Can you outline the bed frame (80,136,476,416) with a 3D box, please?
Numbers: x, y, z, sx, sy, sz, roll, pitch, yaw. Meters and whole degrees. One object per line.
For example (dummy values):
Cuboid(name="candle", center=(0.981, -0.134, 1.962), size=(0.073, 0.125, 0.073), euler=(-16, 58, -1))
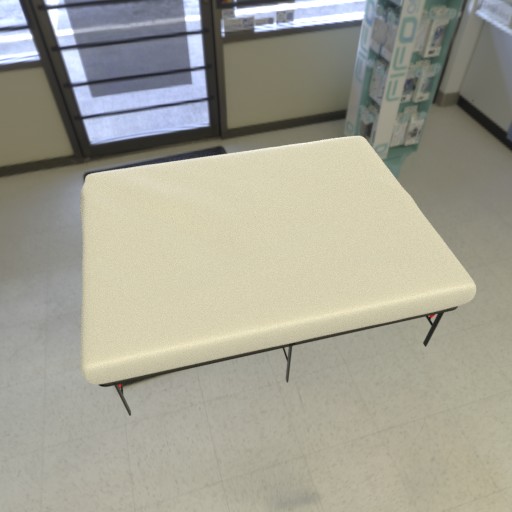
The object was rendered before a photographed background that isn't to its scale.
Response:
Cuboid(name="bed frame", center=(0.000, 0.000, 2.936), size=(2.151, 0.667, 1.584), euler=(-10, 48, -10))
